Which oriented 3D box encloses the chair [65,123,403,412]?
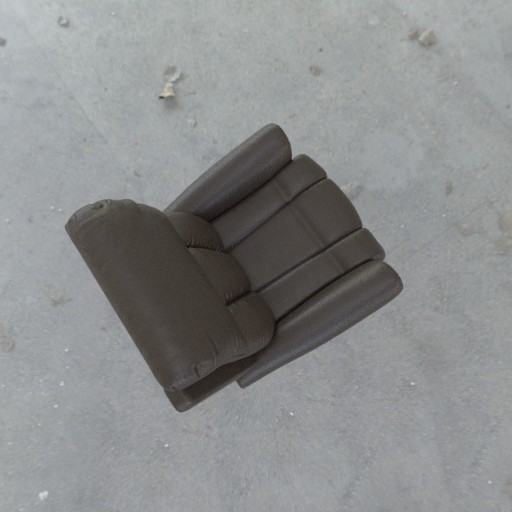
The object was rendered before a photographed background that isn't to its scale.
[{"bbox_3d":[0.000,0.000,1.718,0.978,1.028,0.869,-34,77,-9],"label":"chair"}]
